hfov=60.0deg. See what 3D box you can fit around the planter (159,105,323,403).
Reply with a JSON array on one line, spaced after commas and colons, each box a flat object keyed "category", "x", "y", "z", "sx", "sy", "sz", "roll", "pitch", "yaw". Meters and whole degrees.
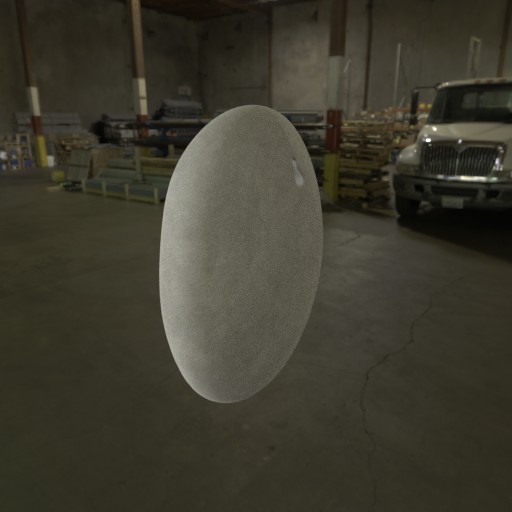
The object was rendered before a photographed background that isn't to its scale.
[{"category": "planter", "x": 0.000, "y": 0.000, "z": 0.291, "sx": 0.071, "sy": 0.188, "sz": 0.185, "roll": 8, "pitch": 19, "yaw": 24}]
